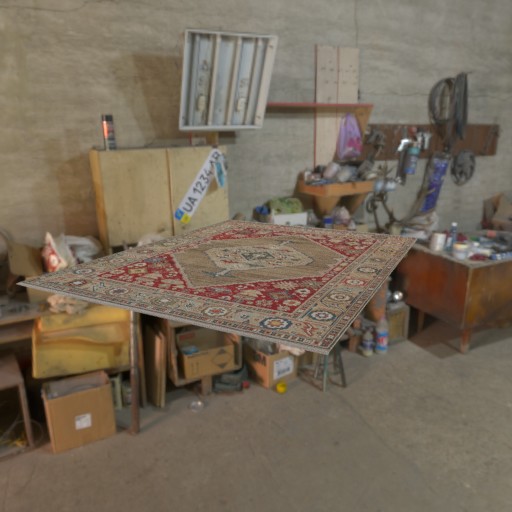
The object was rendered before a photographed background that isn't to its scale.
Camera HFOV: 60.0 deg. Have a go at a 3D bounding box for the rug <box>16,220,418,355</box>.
[{"bbox_3d":[0.000,0.000,4.121,2.451,0.008,3.143,8,16,27],"label":"rug"}]
